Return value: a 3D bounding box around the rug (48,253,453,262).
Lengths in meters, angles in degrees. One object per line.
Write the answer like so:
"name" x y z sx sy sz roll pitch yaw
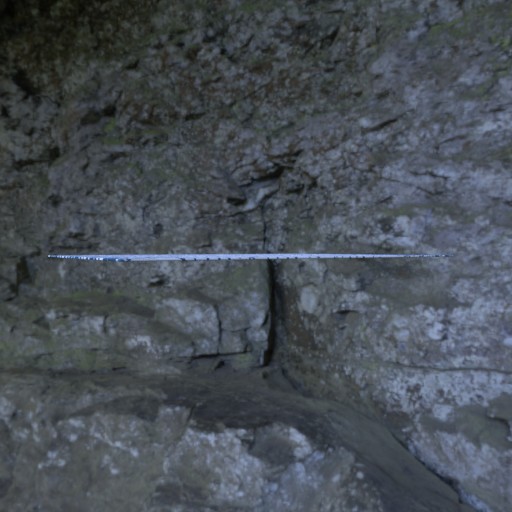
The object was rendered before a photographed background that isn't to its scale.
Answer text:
"rug" 0.000 0.000 3.136 2.435 0.011 1.517 -1 1 -35
